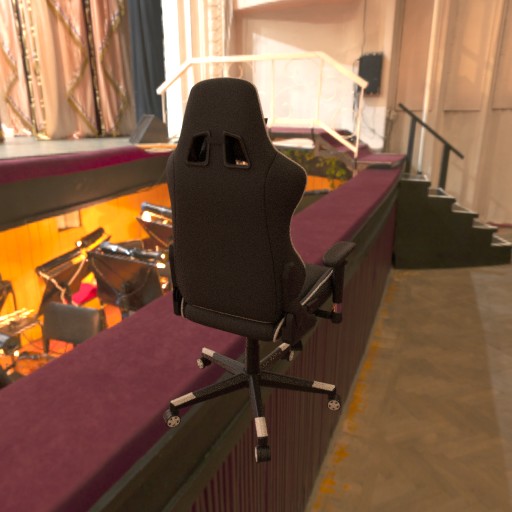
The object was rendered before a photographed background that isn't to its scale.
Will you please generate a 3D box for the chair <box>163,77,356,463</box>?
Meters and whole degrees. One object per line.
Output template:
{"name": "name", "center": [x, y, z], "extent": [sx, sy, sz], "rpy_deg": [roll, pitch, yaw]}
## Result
{"name": "chair", "center": [0.000, 0.000, 1.684], "extent": [0.700, 1.240, 0.700], "rpy_deg": [10, 20, 27]}
